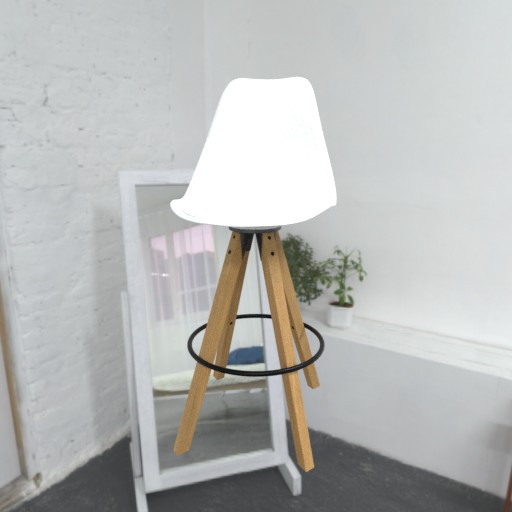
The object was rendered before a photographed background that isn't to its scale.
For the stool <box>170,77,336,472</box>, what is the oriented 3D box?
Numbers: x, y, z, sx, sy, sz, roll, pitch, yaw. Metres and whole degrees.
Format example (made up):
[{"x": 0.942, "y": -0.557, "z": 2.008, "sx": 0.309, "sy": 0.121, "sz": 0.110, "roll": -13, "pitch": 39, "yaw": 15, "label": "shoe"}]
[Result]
[{"x": 0.000, "y": 0.000, "z": 1.394, "sx": 0.482, "sy": 1.115, "sz": 0.549, "roll": 3, "pitch": 15, "yaw": 10, "label": "stool"}]
